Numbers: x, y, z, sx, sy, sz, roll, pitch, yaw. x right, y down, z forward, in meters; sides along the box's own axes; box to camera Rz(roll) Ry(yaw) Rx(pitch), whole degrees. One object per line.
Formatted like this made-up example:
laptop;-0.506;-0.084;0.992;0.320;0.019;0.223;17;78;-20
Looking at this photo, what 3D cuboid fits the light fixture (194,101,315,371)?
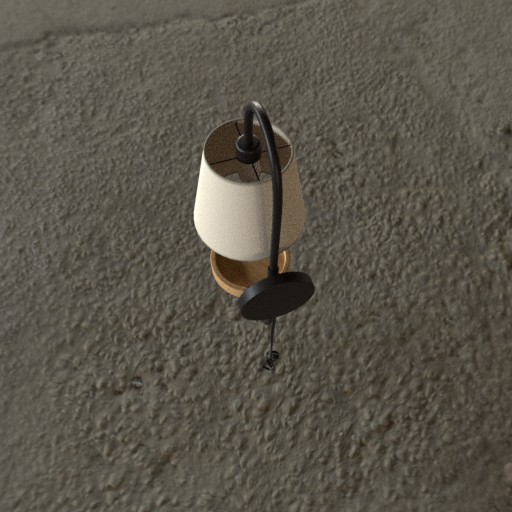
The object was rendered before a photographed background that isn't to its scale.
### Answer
light fixture;0.000;0.000;0.941;0.220;0.821;0.299;-15;61;-9
